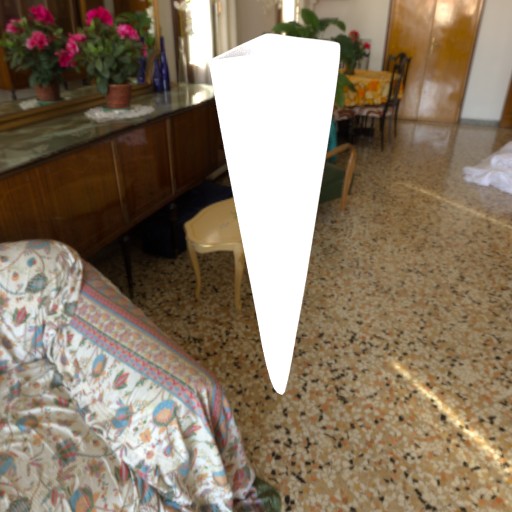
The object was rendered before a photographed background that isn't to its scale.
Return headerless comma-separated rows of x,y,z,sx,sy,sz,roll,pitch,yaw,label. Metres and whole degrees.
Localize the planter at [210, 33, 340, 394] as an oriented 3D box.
0.000,0.000,0.382,0.065,0.338,0.143,-7,30,-13,planter
